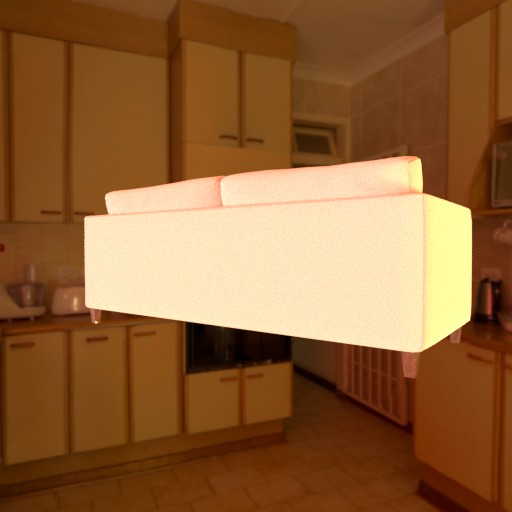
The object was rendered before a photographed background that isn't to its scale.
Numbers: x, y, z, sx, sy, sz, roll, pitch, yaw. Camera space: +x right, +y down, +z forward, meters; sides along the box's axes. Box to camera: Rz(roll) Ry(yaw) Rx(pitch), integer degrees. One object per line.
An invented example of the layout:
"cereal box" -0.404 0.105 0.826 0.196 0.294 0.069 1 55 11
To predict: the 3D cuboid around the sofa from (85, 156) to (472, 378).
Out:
"sofa" 0.000 0.000 2.813 2.361 0.962 0.951 1 1 36
